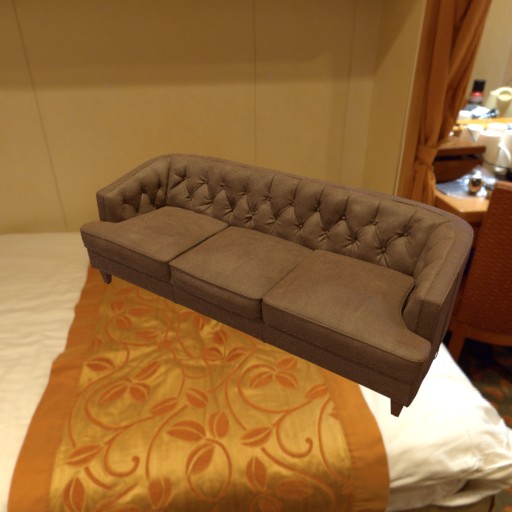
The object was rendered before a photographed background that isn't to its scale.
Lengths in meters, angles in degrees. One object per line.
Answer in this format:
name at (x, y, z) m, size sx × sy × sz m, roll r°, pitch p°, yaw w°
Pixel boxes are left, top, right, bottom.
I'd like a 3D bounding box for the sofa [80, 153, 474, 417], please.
sofa at (0.000, 0.000, 2.674) m, size 2.227 × 0.787 × 0.927 m, roll 18°, pitch 34°, yaw 29°
